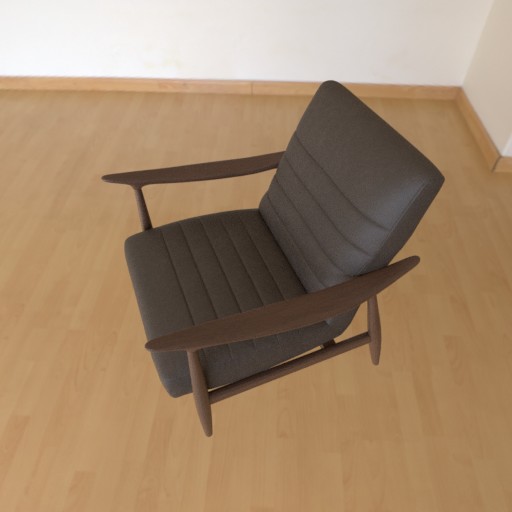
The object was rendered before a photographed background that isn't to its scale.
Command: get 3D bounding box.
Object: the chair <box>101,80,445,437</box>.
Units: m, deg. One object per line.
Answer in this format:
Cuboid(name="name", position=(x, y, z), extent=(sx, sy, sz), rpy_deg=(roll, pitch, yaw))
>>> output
Cuboid(name="chair", position=(0.000, 0.000, 1.436), extent=(0.798, 0.831, 0.741), rpy_deg=(-16, 49, -14))
